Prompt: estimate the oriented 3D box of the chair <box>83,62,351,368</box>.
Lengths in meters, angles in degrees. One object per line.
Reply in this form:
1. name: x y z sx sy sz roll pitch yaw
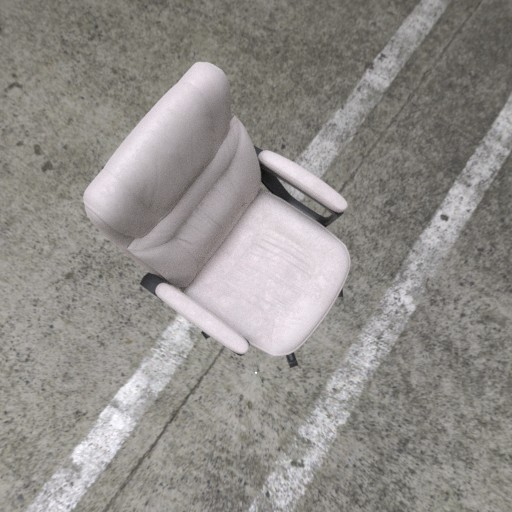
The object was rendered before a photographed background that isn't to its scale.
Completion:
1. chair: 0.000 0.000 1.545 0.724 1.105 0.667 34 78 8
